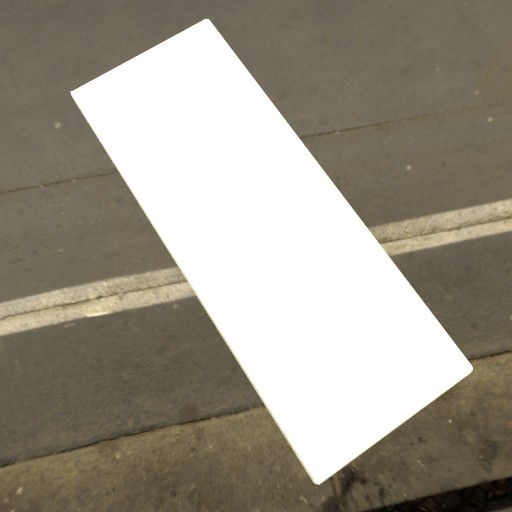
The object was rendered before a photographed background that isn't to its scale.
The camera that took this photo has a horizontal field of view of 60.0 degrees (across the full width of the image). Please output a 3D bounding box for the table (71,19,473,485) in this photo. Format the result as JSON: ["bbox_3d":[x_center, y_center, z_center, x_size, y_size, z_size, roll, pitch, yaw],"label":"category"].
[{"bbox_3d":[0.000,0.000,1.483,0.459,0.740,1.184,-33,78,-8],"label":"table"}]
